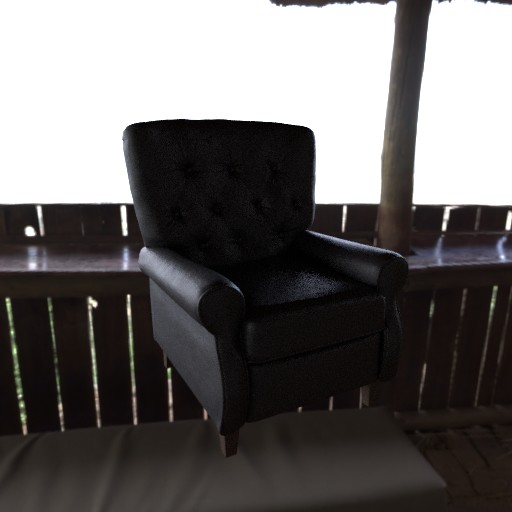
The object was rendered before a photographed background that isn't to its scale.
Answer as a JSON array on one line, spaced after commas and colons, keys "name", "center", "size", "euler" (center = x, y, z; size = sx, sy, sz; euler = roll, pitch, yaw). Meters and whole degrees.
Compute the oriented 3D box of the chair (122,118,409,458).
[{"name": "chair", "center": [0.000, 0.000, 1.911], "size": [0.948, 1.158, 1.058], "euler": [-8, 17, -27]}]
